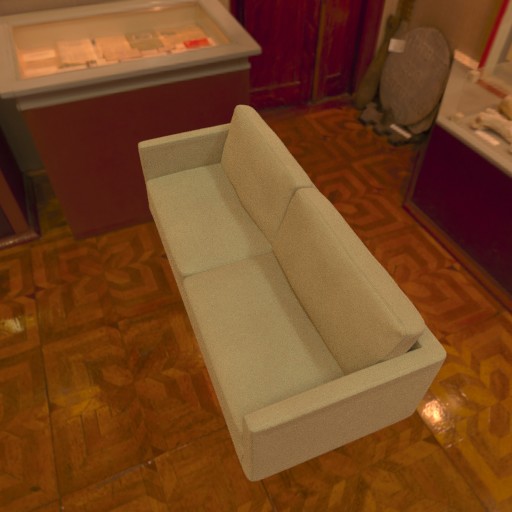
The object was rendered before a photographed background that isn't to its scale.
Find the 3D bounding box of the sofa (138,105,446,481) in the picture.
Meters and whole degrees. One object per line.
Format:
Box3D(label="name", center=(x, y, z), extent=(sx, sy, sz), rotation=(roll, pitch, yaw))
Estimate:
Box3D(label="sofa", center=(0.000, 0.000, 2.652), extent=(0.948, 0.932, 2.181), rotation=(-16, 48, -15))
